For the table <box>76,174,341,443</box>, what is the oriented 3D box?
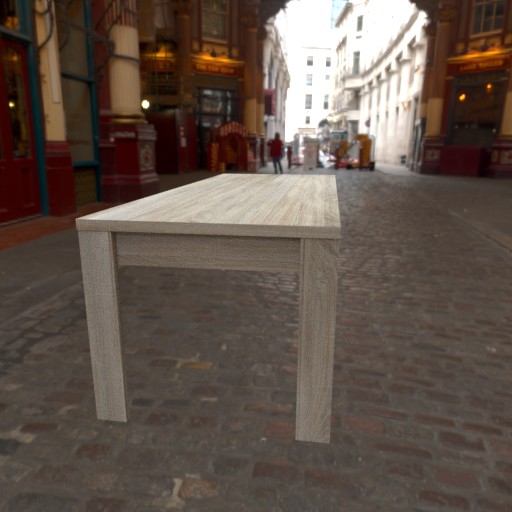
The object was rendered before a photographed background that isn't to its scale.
[{"bbox_3d":[0.000,0.000,2.607,0.900,0.790,2.200,2,15,9],"label":"table"}]
